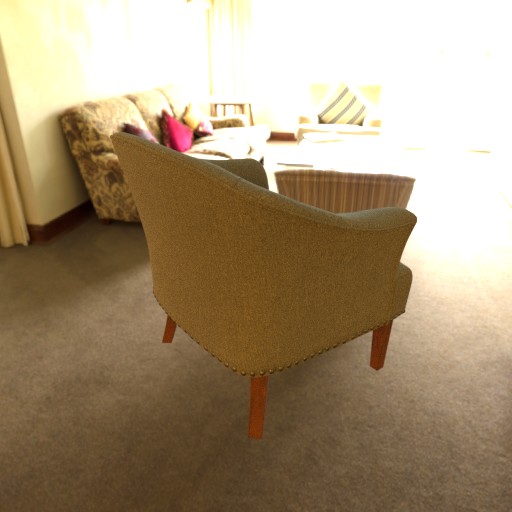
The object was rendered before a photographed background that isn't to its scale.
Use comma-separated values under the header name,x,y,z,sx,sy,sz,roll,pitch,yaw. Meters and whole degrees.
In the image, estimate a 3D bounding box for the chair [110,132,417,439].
name,x,y,z,sx,sy,sz,roll,pitch,yaw
chair,0.000,0.000,1.427,0.704,0.815,0.798,-18,31,-32
